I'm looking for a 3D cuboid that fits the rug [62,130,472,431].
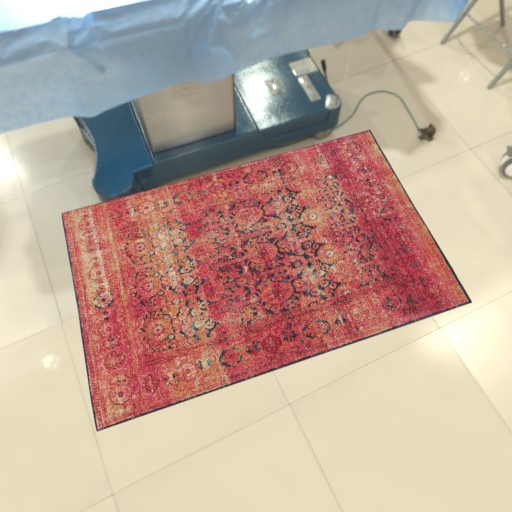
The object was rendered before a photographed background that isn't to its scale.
[{"bbox_3d":[0.000,0.000,3.025,2.449,0.018,1.539,-17,65,-8],"label":"rug"}]
